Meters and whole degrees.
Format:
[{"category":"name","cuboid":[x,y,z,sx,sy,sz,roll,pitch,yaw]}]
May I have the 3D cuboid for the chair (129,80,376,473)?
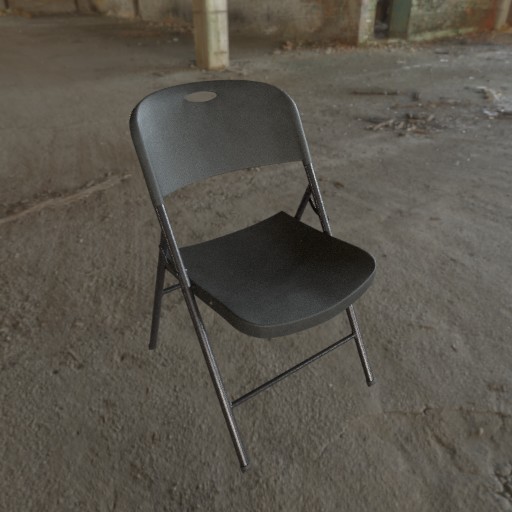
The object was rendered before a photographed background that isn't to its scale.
[{"category":"chair","cuboid":[0.000,0.000,1.196,0.494,0.810,0.567,-21,37,-30]}]
